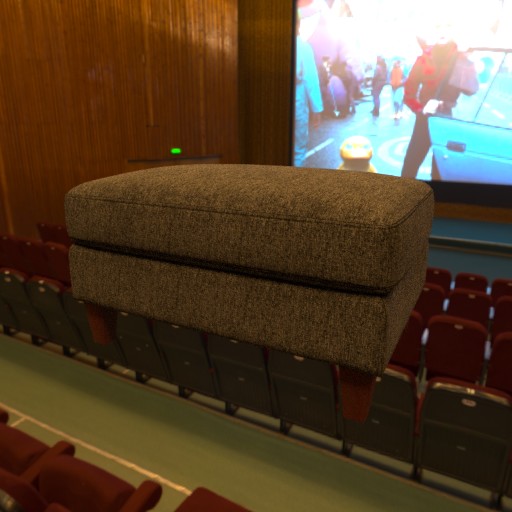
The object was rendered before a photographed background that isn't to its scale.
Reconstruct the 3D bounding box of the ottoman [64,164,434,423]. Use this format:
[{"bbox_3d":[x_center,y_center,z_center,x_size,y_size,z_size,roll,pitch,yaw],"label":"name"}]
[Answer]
[{"bbox_3d":[0.000,0.000,1.234,0.864,0.483,0.584,9,19,26],"label":"ottoman"}]
